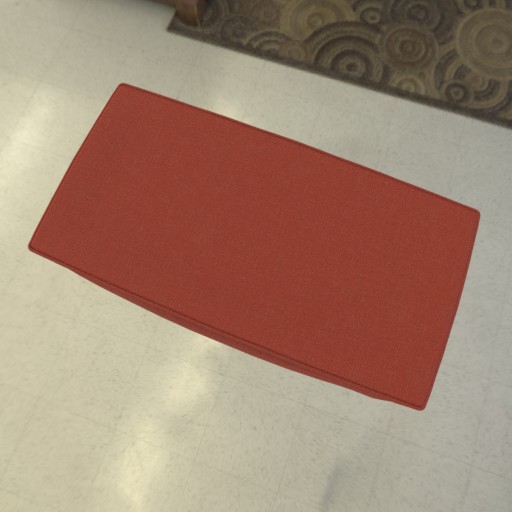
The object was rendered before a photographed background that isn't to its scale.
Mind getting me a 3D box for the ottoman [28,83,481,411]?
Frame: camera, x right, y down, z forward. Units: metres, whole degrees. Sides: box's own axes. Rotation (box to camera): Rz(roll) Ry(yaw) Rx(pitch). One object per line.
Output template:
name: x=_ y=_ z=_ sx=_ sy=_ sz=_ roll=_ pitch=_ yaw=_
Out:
ottoman: x=0.000 y=0.000 z=1.213 sx=0.948 sy=0.454 sz=0.497 roll=21 pitch=76 yaw=6
